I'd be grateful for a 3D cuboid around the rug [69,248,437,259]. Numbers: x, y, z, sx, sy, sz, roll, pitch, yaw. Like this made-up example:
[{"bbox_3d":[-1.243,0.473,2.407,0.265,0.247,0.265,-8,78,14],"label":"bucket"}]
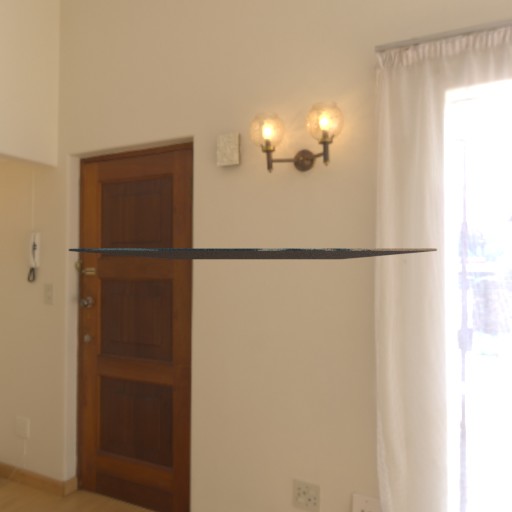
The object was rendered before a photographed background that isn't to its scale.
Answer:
[{"bbox_3d":[0.000,0.000,2.367,1.232,0.009,1.836,0,-1,1],"label":"rug"}]
